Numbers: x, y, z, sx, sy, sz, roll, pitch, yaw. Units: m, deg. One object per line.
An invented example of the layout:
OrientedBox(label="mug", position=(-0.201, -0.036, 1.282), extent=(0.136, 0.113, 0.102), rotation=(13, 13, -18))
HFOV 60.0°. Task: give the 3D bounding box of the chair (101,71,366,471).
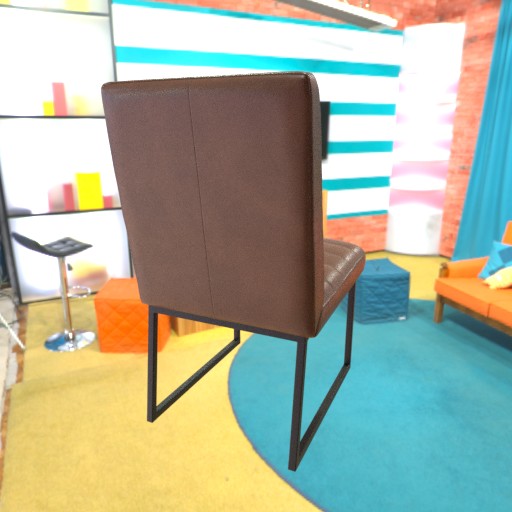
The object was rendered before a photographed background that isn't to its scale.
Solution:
OrientedBox(label="chair", position=(0.000, 0.000, 1.293), extent=(0.520, 0.930, 0.634), rotation=(8, 18, 24))
